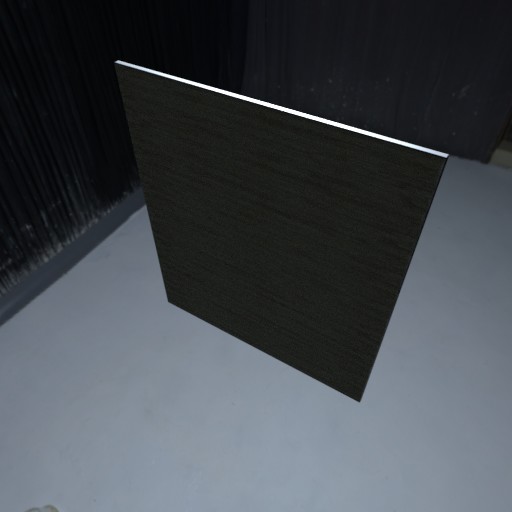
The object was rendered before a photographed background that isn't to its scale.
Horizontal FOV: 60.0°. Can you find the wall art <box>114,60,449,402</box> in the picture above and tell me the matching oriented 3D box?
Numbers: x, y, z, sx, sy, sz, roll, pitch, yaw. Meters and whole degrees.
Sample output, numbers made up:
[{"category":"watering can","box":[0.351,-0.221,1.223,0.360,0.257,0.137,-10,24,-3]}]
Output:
[{"category":"wall art","box":[0.000,0.000,0.761,0.483,0.559,0.009,24,50,21]}]
